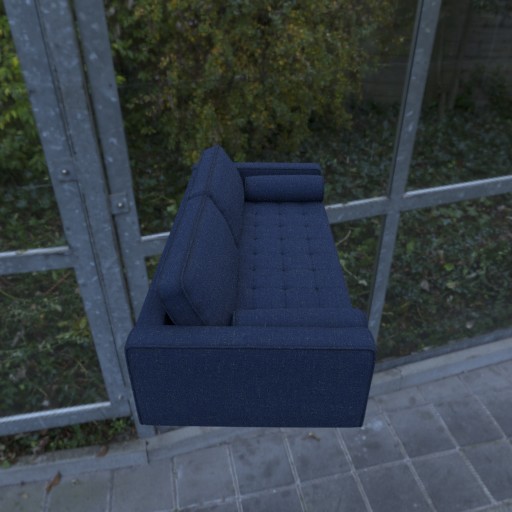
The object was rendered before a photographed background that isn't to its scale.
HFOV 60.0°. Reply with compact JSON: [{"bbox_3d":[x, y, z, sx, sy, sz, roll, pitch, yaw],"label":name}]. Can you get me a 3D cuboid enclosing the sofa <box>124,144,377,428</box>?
[{"bbox_3d":[0.000,0.000,2.429,0.914,0.762,1.880,0,32,1],"label":"sofa"}]
